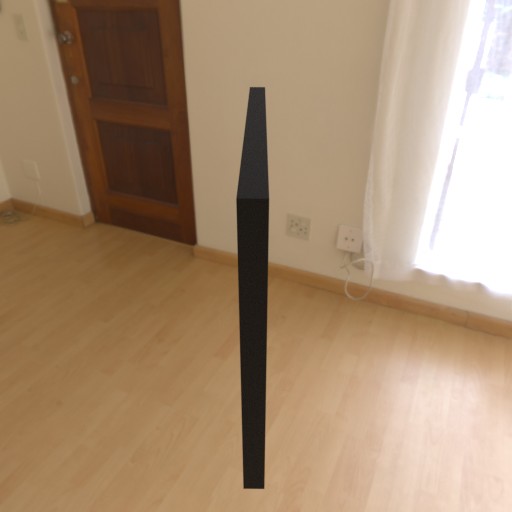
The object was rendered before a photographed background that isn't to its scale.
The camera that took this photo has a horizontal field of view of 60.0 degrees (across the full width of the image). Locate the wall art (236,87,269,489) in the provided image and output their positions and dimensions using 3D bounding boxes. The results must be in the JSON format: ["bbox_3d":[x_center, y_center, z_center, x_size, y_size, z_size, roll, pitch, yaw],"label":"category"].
[{"bbox_3d":[0.000,0.000,0.763,0.030,0.454,0.554,0,31,1],"label":"wall art"}]
